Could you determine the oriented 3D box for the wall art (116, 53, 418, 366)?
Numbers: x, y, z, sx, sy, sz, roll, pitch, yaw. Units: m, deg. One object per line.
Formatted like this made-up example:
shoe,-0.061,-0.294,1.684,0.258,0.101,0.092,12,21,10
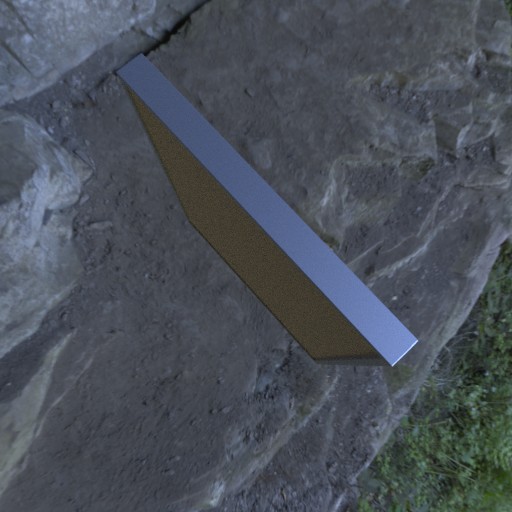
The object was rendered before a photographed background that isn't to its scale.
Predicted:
wall art,0.000,0.000,0.747,0.039,0.553,0.445,-41,80,-9
